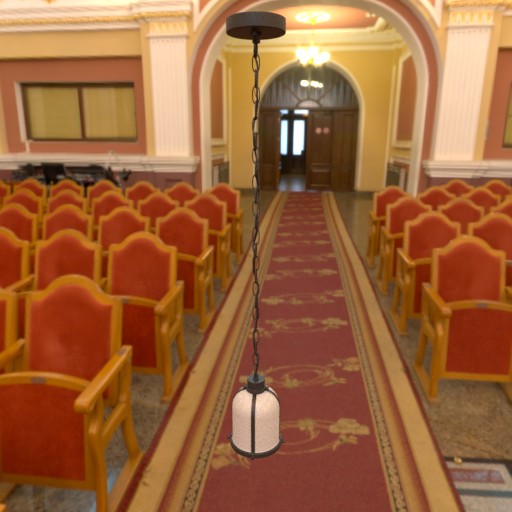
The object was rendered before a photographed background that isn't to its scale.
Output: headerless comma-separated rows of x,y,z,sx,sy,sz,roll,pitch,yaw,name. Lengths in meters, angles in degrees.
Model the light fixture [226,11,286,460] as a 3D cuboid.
0.000,0.000,1.220,0.178,1.181,0.178,2,15,7,light fixture
